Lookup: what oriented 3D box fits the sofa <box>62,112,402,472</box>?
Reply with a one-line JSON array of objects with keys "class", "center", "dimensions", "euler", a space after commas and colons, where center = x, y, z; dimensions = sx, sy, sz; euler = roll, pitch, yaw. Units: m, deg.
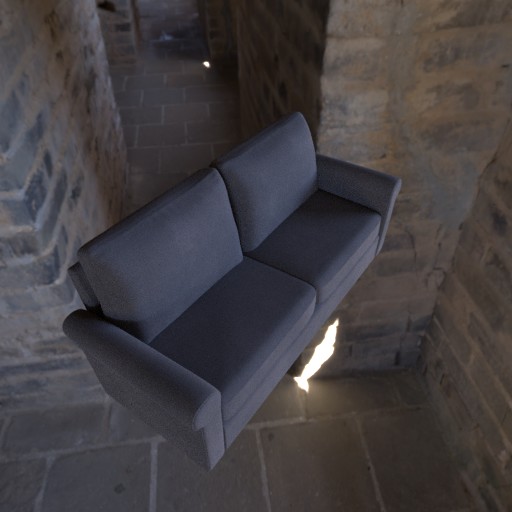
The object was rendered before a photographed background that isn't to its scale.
[{"class": "sofa", "center": [0.000, 0.000, 2.408], "dimensions": [0.842, 0.942, 1.935], "euler": [26, 48, 26]}]
